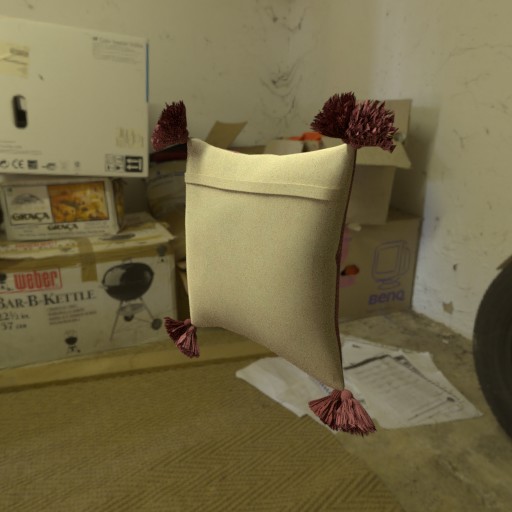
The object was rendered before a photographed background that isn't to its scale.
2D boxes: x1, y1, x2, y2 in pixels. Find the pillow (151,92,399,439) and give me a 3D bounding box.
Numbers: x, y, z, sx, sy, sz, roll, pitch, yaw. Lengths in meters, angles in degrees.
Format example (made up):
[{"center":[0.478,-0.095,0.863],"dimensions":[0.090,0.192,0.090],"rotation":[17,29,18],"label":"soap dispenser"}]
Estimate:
[{"center":[0.000,0.000,0.963],"dimensions":[0.641,0.659,0.138],"rotation":[15,22,43],"label":"pillow"}]
